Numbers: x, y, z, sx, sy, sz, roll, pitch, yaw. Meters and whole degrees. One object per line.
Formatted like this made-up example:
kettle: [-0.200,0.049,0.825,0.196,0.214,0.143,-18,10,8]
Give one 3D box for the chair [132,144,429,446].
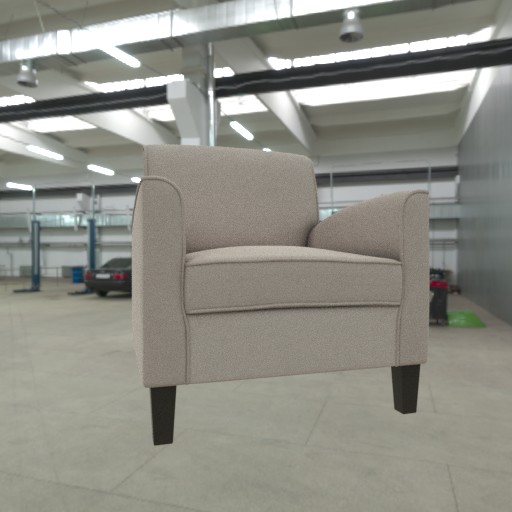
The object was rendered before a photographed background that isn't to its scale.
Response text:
chair: [0.000,0.000,1.535,0.820,0.915,0.820,0,0,-17]
